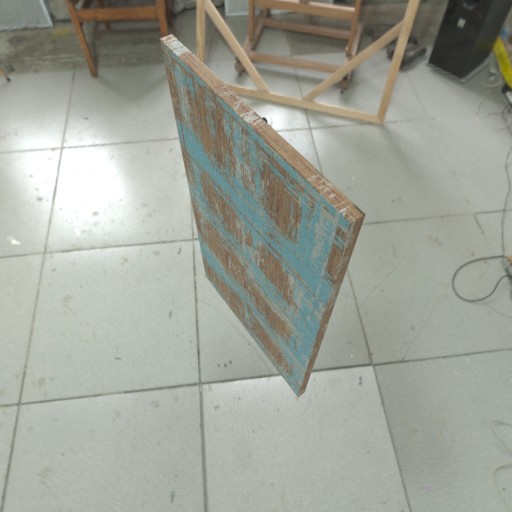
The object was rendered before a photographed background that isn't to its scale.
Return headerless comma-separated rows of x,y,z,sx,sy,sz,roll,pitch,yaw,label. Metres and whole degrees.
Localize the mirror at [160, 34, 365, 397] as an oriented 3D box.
0.000,0.000,1.486,0.083,1.213,0.707,-32,63,-18,mirror
